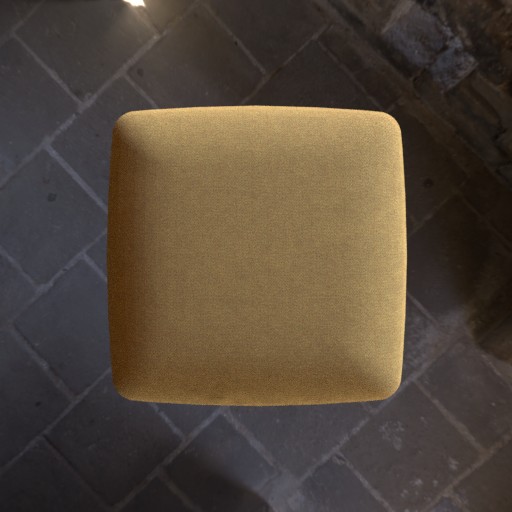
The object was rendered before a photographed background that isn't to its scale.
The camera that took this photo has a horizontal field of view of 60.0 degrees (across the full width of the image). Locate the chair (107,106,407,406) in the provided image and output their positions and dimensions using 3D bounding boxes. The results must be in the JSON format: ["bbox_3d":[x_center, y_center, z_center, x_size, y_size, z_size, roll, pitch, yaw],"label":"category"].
[{"bbox_3d":[0.000,0.000,0.692,0.350,0.440,0.350,0,90,0],"label":"chair"}]
